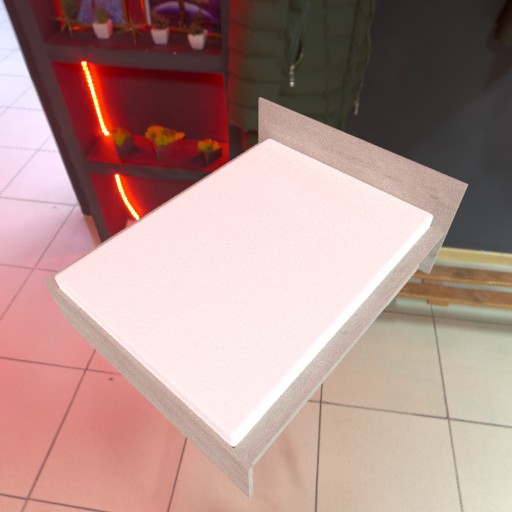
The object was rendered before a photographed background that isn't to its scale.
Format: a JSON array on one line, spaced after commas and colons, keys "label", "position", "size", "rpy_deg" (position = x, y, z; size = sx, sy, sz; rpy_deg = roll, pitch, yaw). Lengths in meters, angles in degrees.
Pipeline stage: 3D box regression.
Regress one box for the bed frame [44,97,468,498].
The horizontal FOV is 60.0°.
[{"label": "bed frame", "position": [0.000, 0.000, 2.772], "size": [1.622, 0.800, 1.960], "rpy_deg": [32, 55, 27]}]
